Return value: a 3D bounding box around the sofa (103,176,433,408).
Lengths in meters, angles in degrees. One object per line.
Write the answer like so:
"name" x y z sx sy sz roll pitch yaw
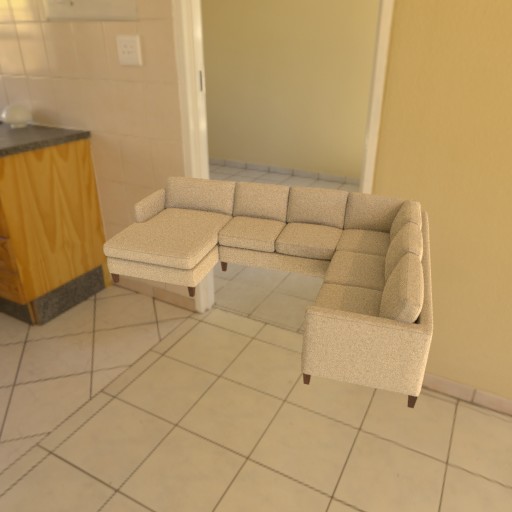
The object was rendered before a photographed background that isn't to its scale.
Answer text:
"sofa" 0.000 0.000 4.752 3.460 0.959 2.593 8 27 16
